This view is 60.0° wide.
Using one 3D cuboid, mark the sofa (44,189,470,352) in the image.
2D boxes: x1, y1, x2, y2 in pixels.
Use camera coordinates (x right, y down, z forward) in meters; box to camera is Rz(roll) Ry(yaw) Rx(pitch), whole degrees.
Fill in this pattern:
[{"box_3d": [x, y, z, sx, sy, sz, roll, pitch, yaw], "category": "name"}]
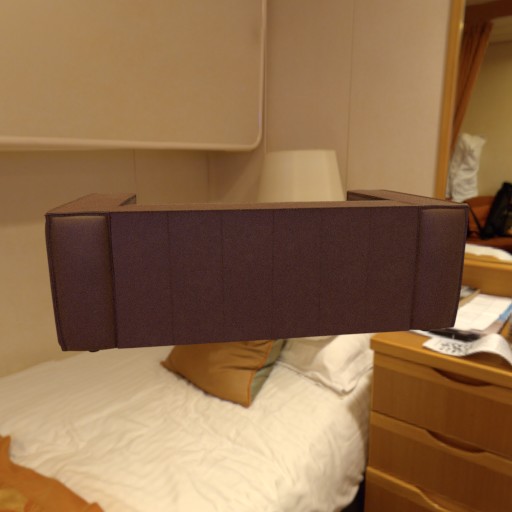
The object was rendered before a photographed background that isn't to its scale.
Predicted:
[{"box_3d": [0.000, 0.000, 2.648, 2.088, 0.703, 1.102, -2, 13, -8], "category": "sofa"}]
